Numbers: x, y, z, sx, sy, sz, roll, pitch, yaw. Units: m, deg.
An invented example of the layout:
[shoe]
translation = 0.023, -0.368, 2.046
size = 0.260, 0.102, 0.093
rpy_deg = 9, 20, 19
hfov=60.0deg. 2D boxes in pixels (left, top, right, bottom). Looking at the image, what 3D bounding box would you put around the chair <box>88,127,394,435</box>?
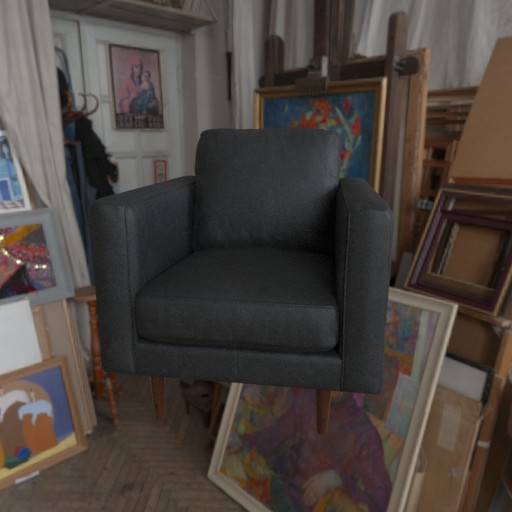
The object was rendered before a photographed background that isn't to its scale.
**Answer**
[chair]
translation = 0.000, 0.000, 1.587
size = 0.831, 0.898, 0.879
rpy_deg = 2, 15, 8
